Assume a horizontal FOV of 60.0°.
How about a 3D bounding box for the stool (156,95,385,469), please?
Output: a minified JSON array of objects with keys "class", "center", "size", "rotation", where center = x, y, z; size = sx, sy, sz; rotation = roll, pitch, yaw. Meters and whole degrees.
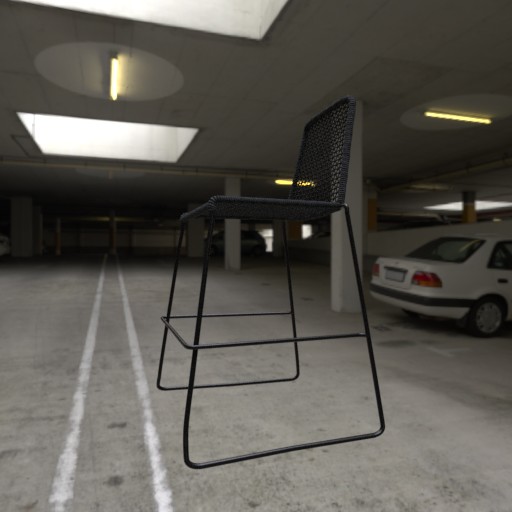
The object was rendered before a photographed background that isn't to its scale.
[{"class":"stool","center":[0.000,0.000,1.283],"size":[0.509,0.905,0.590],"rotation":[0,0,-18]}]
